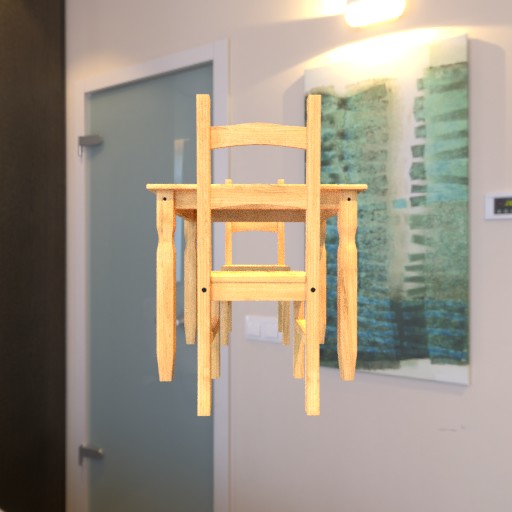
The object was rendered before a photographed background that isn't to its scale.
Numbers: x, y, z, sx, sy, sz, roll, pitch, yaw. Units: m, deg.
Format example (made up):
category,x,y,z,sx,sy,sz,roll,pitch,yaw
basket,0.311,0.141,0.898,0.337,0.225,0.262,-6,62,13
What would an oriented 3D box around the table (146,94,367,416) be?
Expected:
category,x,y,z,sx,sy,sz,roll,pitch,yaw
table,0.000,0.000,2.037,0.813,0.942,1.501,0,0,-1
